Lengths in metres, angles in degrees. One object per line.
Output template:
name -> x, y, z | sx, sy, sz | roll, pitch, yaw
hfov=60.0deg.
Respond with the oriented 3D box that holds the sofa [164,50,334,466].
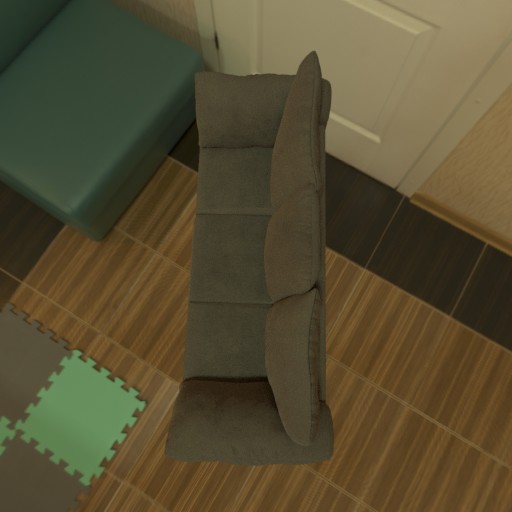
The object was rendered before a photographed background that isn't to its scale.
sofa -> 0.000, 0.000, 2.771 | 0.878, 1.073, 2.336 | 2, 75, 1
